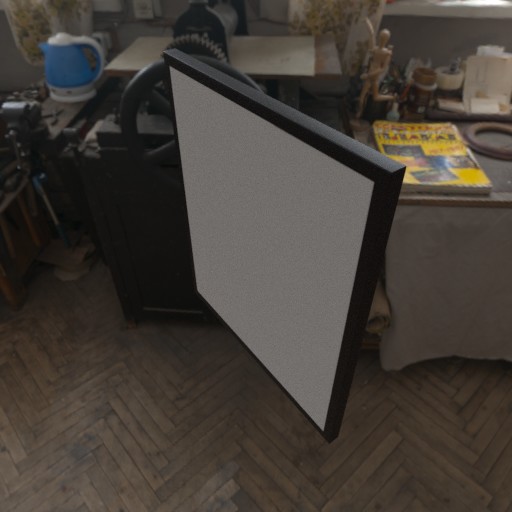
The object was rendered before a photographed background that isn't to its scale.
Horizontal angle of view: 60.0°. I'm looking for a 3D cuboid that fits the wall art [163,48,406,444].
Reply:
[{"bbox_3d":[0.000,0.000,0.694,0.021,0.509,0.430,-26,48,-27],"label":"wall art"}]
